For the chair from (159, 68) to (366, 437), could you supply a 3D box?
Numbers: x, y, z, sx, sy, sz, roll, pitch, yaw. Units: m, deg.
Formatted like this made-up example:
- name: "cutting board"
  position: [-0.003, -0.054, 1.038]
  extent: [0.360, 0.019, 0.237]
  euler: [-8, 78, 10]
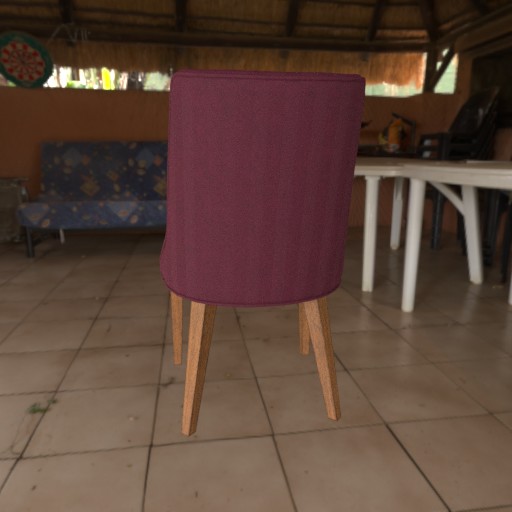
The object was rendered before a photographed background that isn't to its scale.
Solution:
- name: "chair"
  position: [0.000, 0.000, 1.265]
  extent: [0.548, 0.916, 0.638]
  euler: [-2, 13, -9]
